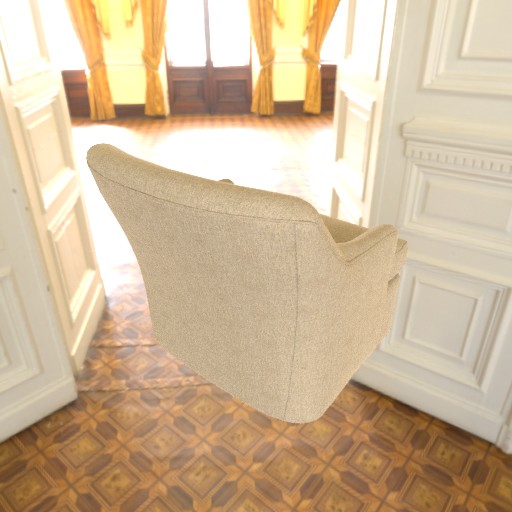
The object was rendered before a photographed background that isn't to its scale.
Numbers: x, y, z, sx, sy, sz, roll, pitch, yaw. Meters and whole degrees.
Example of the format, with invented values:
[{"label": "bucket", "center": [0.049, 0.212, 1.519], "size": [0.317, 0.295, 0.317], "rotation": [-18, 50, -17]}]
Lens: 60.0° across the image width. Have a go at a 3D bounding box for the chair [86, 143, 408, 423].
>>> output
[{"label": "chair", "center": [0.000, 0.000, 1.582], "size": [0.864, 0.856, 0.923], "rotation": [22, 36, 34]}]
